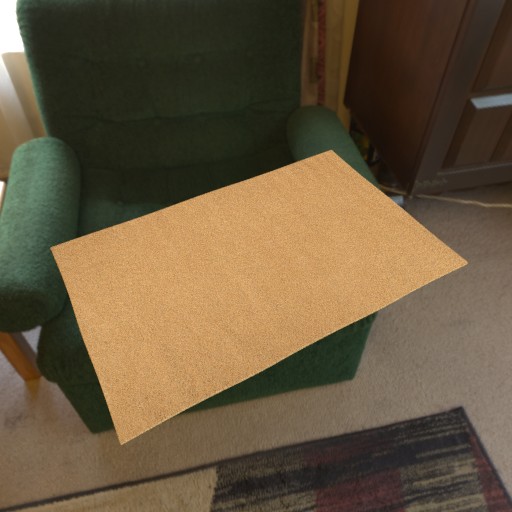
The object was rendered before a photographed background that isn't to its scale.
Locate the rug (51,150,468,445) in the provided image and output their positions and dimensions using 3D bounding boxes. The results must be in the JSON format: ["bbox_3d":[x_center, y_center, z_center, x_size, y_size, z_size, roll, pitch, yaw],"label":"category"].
[{"bbox_3d":[0.000,0.000,2.959,2.346,0.025,1.500,-23,51,-20],"label":"rug"}]
